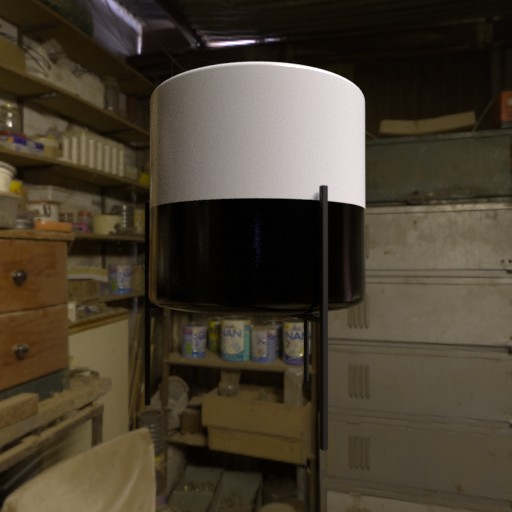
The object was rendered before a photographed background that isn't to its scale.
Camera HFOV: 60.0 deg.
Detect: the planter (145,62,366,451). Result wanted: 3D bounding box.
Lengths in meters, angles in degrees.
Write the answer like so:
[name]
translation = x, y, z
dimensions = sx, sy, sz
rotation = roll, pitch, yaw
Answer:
[planter]
translation = 0.000, 0.000, 0.641
dimensions = 0.310, 0.432, 0.310
rotation = 0, 0, 18
